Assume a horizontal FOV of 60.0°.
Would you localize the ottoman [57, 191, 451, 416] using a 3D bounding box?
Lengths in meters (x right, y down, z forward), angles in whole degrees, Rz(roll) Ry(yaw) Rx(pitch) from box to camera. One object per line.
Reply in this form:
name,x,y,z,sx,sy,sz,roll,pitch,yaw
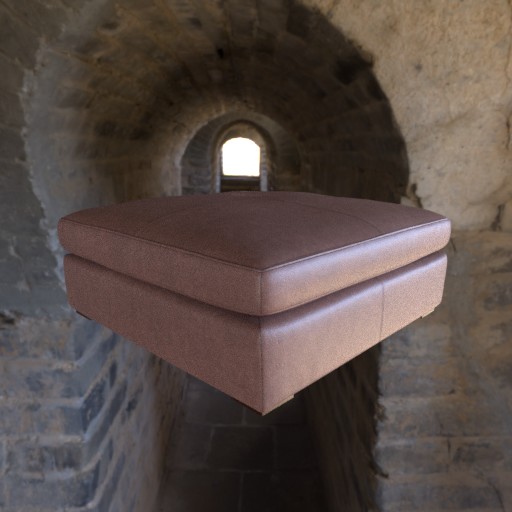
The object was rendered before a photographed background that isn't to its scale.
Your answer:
ottoman,0.000,0.000,1.823,1.168,0.490,1.168,13,19,42
